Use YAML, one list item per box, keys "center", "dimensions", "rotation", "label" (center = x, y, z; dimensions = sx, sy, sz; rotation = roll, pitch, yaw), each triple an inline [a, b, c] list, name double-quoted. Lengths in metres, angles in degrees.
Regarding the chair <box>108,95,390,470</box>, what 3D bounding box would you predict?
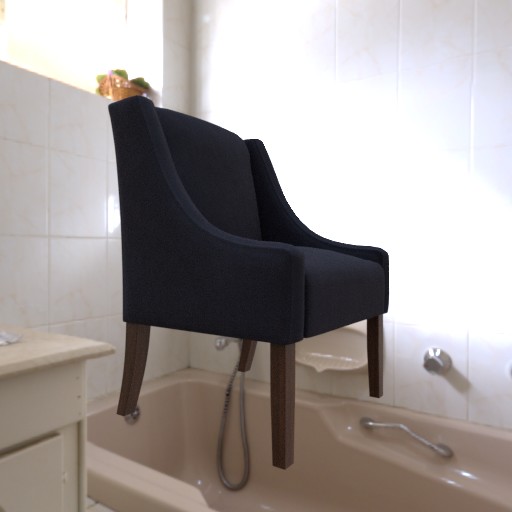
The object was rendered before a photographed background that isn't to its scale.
- center: [0.000, 0.000, 1.338]
  dimensions: [0.629, 0.895, 0.629]
  rotation: [0, 0, 35]
  label: "chair"
